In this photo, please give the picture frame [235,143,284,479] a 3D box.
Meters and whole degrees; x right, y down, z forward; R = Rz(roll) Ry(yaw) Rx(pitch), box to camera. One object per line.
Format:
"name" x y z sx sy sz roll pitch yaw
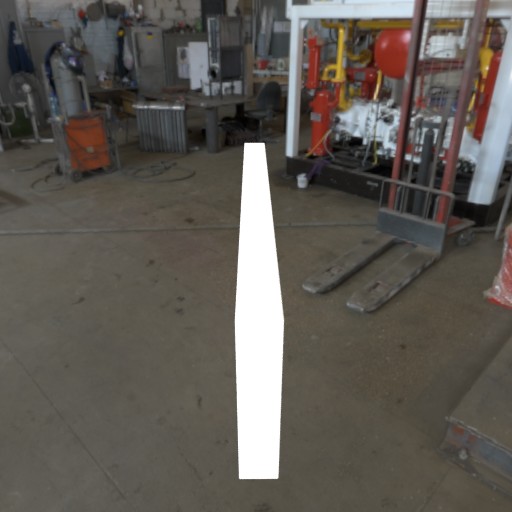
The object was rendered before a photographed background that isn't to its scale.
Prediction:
"picture frame" 0.000 0.000 0.849 0.050 0.250 0.759 0 28 0
